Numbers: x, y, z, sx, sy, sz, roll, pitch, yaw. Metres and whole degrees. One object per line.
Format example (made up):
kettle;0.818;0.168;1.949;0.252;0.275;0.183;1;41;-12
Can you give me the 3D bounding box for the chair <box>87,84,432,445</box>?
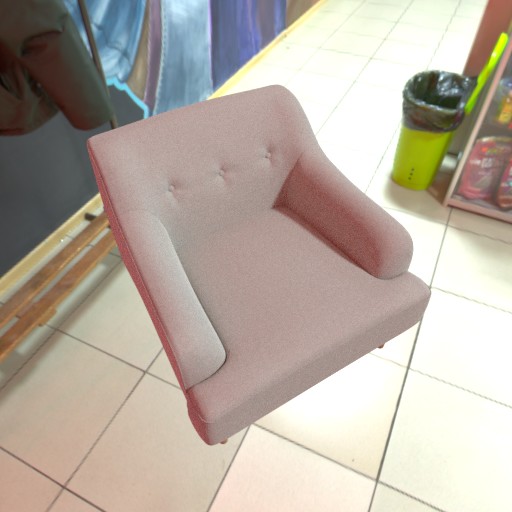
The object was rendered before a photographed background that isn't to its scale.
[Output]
chair;0.000;0.000;1.661;0.946;0.818;0.951;-24;51;-21
